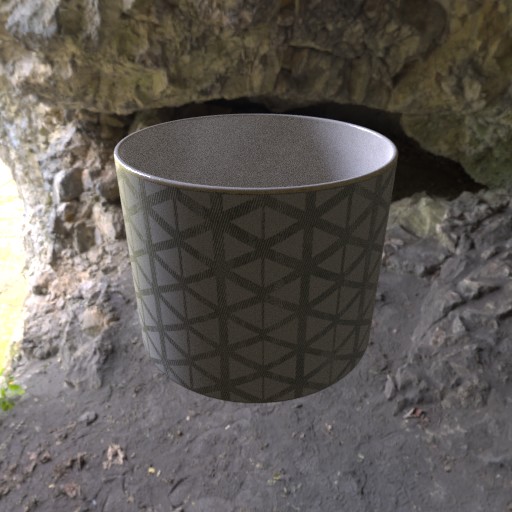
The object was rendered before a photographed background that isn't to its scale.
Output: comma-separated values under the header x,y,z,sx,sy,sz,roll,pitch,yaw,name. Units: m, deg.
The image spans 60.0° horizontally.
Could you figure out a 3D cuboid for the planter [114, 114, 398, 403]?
x,y,z,sx,sy,sz,roll,pitch,yaw,name
0.000,0.000,0.351,0.190,0.181,0.190,0,29,0,planter
